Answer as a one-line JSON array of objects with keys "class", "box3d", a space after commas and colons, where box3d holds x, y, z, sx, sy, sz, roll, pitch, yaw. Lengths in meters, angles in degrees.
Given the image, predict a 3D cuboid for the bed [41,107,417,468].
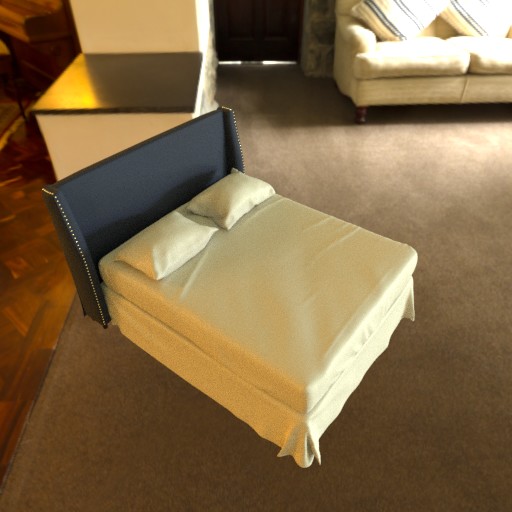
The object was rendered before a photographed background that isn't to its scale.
[{"class": "bed", "box3d": [0.000, 0.000, 3.469, 2.276, 1.332, 1.925, 26, 46, 28]}]
